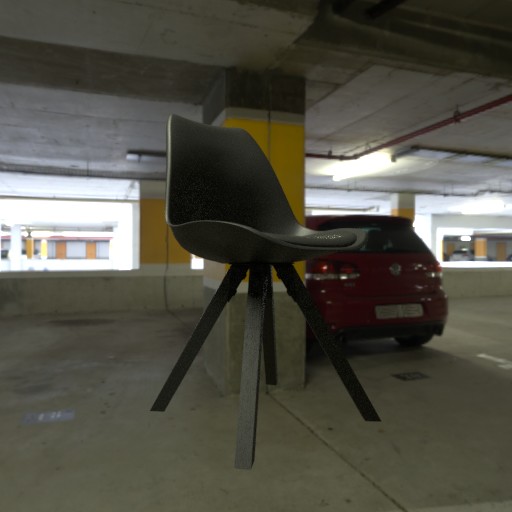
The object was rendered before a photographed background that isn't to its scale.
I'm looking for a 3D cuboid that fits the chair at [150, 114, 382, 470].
[{"bbox_3d":[0.000,0.000,1.200,0.485,0.850,0.550,0,0,-37],"label":"chair"}]
